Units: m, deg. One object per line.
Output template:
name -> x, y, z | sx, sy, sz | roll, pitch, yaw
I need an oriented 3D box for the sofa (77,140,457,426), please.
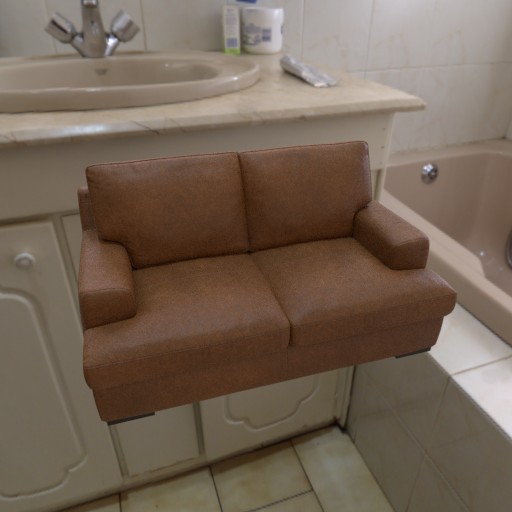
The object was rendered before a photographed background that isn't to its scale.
sofa -> 0.000, 0.000, 2.447 | 1.880, 0.966, 1.144 | -9, 32, -14
